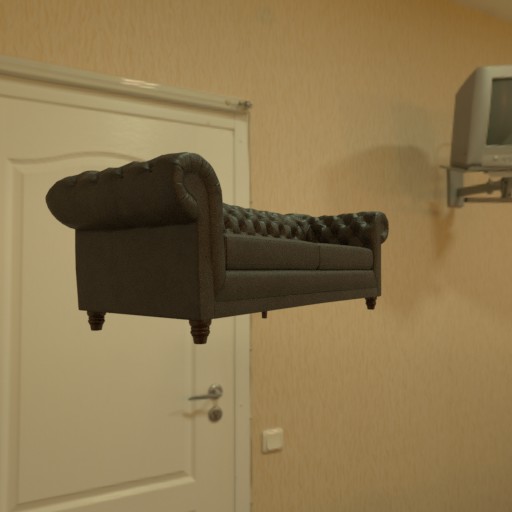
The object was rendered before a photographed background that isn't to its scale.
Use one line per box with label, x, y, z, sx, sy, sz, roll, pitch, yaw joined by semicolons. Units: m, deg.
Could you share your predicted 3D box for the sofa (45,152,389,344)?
sofa;0.000;0.000;2.828;0.944;0.783;2.385;-1;-2;35
